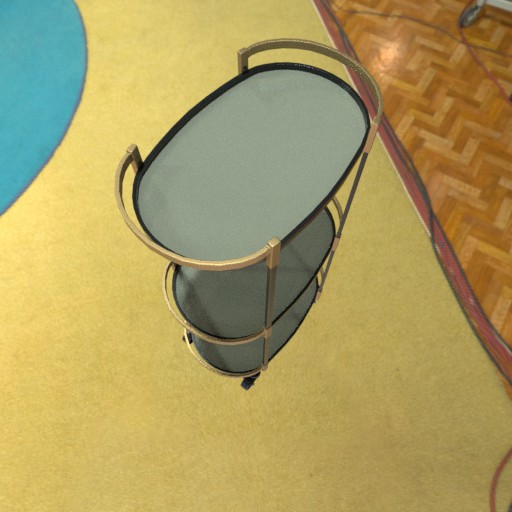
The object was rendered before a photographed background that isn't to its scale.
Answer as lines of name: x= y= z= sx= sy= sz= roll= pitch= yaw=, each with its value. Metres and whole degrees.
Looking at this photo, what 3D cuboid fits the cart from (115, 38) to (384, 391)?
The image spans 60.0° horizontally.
cart: x=0.000 y=0.000 z=1.123 sx=0.311 sy=0.885 sz=0.515 roll=34 pitch=68 yaw=16
